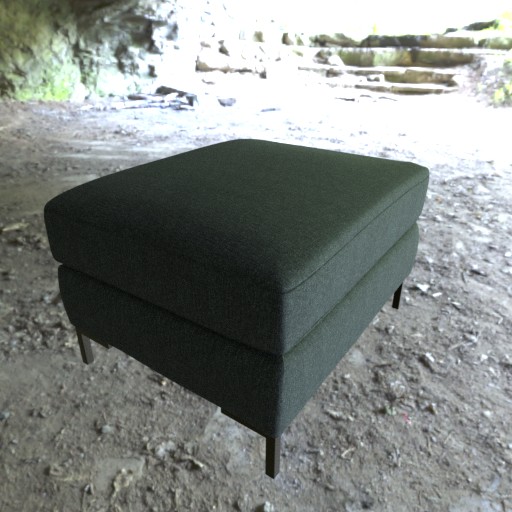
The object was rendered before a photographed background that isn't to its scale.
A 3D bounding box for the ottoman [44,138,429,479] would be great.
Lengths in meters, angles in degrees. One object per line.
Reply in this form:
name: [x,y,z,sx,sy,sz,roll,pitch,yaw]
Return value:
ottoman: [0.000,0.000,1.262,0.695,0.533,0.831,18,32,31]
